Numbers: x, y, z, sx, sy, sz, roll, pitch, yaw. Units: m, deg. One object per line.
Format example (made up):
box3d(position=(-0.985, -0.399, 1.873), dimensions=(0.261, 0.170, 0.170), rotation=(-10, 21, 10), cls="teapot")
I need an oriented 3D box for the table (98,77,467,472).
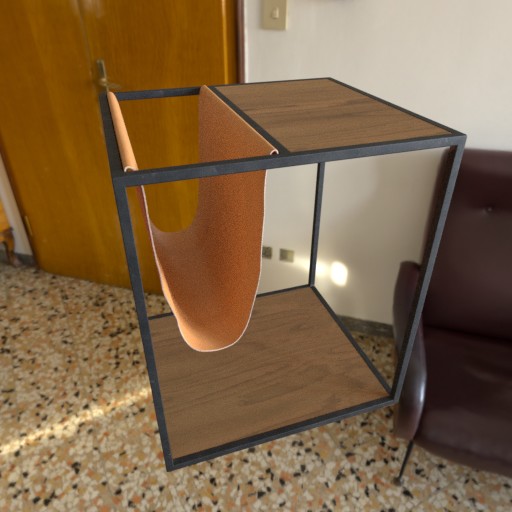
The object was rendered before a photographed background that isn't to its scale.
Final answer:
box3d(position=(0.000, 0.000, 0.820), dimensions=(0.450, 0.536, 0.399), rotation=(-10, 34, -16), cls="table")
